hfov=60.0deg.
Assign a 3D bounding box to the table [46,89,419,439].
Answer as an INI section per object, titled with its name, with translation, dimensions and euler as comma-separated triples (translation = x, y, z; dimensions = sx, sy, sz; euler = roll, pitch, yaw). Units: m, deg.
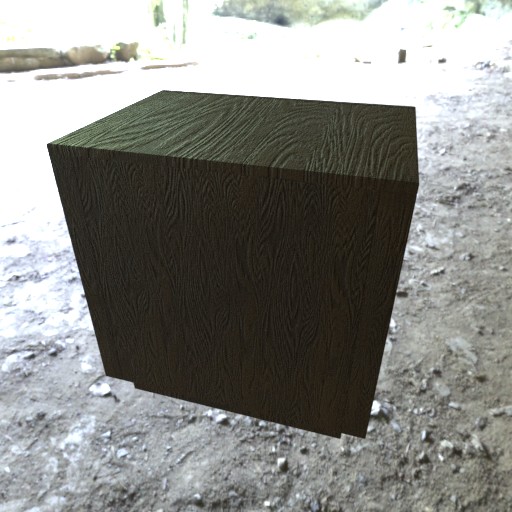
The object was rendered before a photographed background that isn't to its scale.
[table]
translation = 0.000, 0.000, 0.962
dimensions = 0.560, 0.585, 0.439
euler = 9, 33, 14
